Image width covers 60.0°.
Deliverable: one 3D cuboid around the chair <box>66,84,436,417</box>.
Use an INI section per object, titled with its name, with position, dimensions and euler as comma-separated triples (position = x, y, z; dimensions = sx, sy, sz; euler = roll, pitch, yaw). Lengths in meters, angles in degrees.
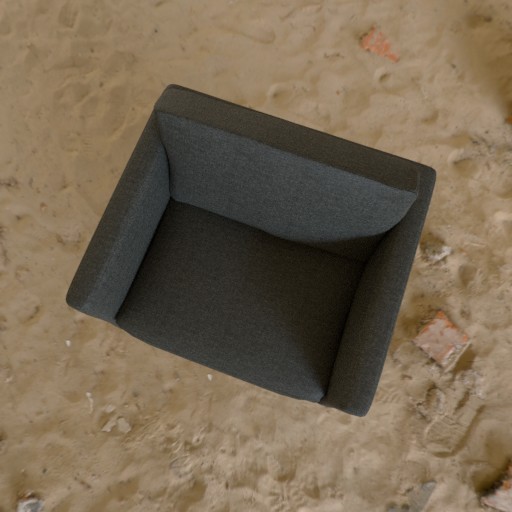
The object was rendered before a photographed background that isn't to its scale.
[chair]
position = 0.000, 0.000, 1.813
dimensions = 1.107, 0.963, 0.959
euler = 20, 76, 5
